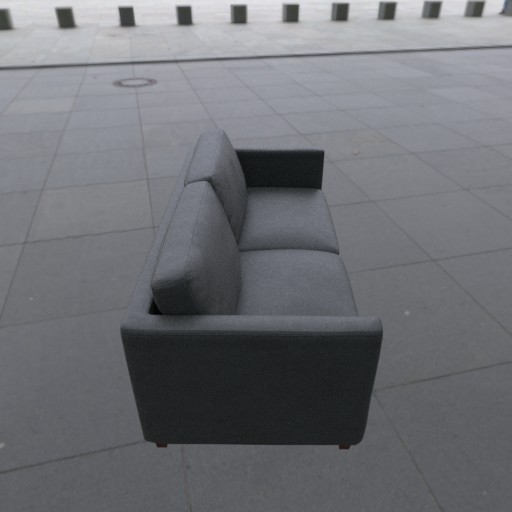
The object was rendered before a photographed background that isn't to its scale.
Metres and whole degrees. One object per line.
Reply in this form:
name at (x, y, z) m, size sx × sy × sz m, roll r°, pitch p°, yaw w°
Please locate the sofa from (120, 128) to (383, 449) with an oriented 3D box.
sofa at (0.000, 0.000, 2.441) m, size 0.951 × 0.933 × 1.883 m, roll 0°, pitch 33°, yaw 1°
